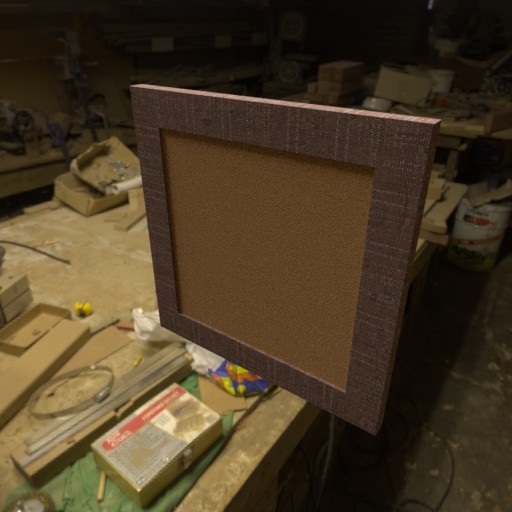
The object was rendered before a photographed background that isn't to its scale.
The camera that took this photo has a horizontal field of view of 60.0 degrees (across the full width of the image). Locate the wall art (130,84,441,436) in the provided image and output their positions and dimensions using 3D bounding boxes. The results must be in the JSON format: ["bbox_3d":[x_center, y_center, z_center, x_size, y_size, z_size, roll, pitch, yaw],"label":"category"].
[{"bbox_3d":[0.000,0.000,0.788,0.531,0.531,0.029,19,34,31],"label":"wall art"}]
